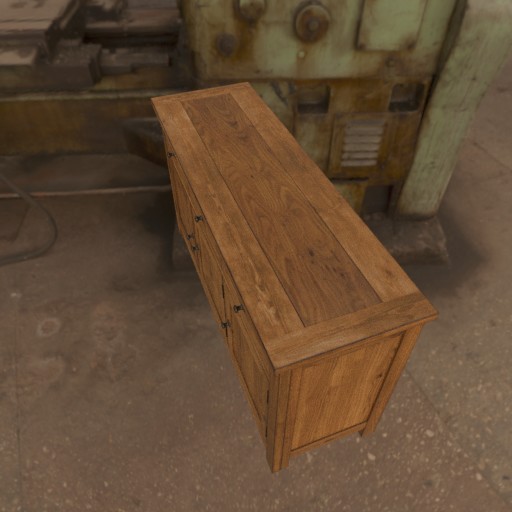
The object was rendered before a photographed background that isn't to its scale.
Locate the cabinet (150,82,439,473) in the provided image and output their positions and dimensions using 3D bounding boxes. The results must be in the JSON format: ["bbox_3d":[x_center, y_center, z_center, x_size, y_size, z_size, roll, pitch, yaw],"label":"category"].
[{"bbox_3d":[0.000,0.000,1.885,0.480,0.813,1.474,-15,48,-14],"label":"cabinet"}]
